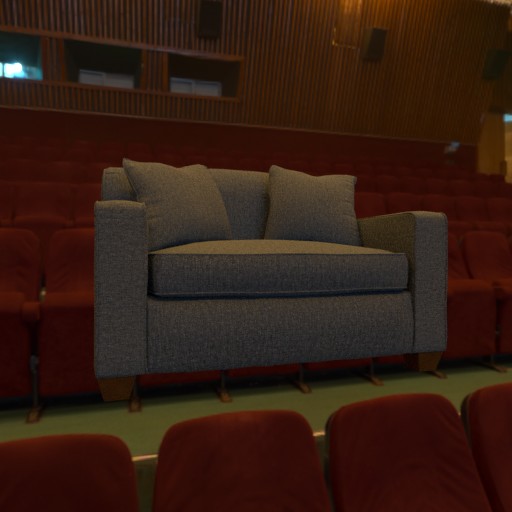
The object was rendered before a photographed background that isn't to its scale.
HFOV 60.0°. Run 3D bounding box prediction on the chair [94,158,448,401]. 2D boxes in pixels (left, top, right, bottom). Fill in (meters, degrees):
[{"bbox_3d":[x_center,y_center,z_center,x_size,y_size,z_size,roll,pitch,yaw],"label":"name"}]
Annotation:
[{"bbox_3d":[0.000,0.000,2.050,1.383,0.948,1.000,0,0,-18],"label":"chair"}]
